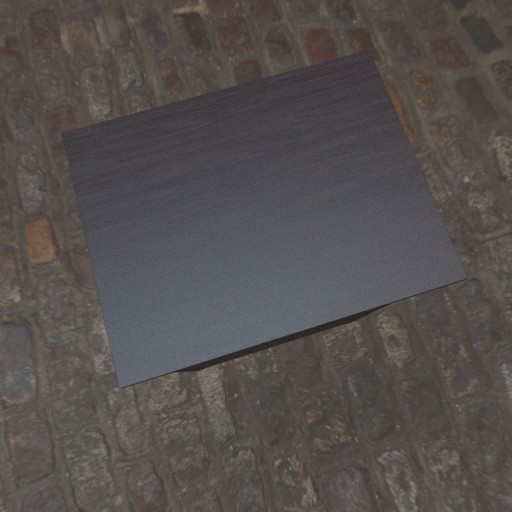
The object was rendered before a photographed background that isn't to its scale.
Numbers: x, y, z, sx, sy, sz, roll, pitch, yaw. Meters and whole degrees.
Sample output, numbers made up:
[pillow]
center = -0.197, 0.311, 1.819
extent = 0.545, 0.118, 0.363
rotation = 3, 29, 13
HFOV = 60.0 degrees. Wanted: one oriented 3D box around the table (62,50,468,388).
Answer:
[table]
center = 0.000, 0.000, 0.930
extent = 0.480, 0.635, 0.381
rotation = -17, 77, -4
